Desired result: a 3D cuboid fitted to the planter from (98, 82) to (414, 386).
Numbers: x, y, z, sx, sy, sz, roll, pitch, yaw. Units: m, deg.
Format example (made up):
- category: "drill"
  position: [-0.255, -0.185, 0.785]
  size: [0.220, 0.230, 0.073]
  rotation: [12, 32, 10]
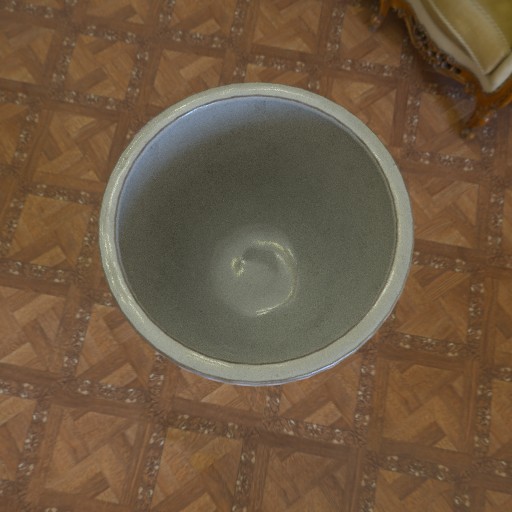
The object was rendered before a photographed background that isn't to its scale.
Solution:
- category: "planter"
  position: [0.000, 0.000, 0.253]
  size: [0.139, 0.130, 0.139]
  rotation: [0, 76, 0]
